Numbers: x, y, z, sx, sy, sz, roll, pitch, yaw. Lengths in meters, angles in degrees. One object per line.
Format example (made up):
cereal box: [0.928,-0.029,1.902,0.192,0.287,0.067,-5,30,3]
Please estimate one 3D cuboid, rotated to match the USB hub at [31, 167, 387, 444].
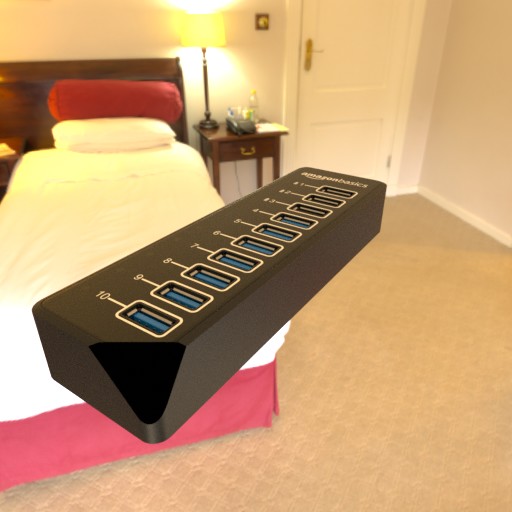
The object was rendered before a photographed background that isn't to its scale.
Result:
USB hub: [0.000,0.000,0.159,0.044,0.023,0.145,18,34,30]
